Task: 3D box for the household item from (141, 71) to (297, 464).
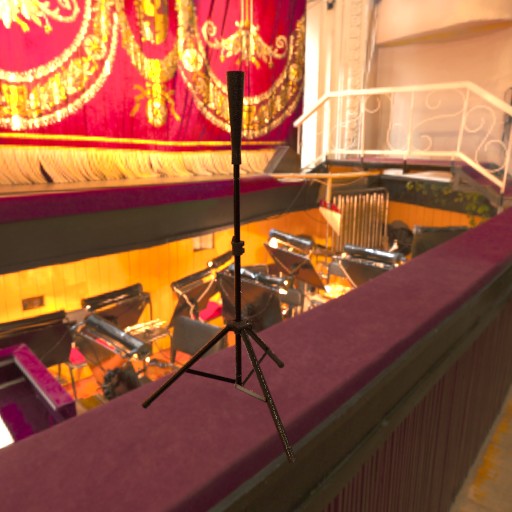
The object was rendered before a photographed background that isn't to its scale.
[{"bbox_3d":[0.000,0.000,1.379,0.559,1.067,0.559,14,20,43],"label":"household item"}]
